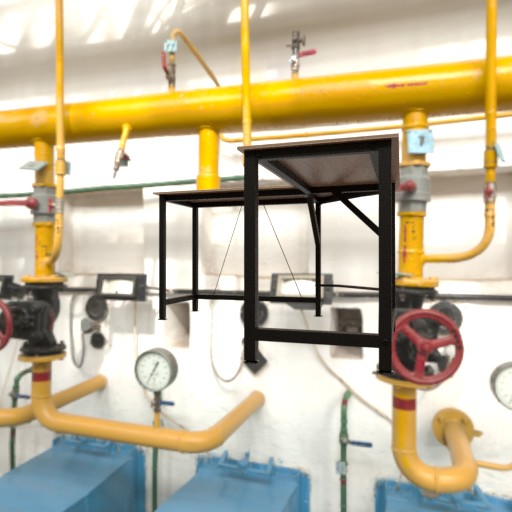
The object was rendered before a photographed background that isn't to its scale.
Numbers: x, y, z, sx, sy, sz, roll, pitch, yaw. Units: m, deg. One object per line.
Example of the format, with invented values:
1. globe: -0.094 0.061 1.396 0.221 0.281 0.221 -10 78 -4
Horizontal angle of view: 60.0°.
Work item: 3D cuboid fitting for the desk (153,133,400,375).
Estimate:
1. desk: 0.000 0.000 2.267 1.400 0.762 1.400 0 0 18
